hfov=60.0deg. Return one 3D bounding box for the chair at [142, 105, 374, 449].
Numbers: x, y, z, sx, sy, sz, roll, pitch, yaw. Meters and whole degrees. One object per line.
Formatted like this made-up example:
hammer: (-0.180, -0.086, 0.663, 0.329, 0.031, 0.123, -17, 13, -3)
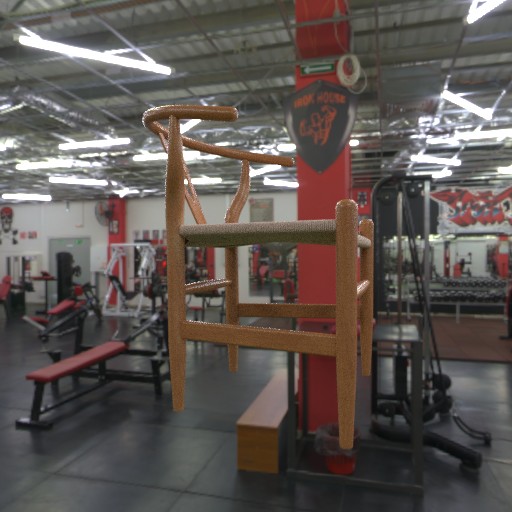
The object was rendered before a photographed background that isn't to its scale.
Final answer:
chair: (0.000, 0.000, 1.184, 0.579, 0.730, 0.569, 0, 1, 18)
